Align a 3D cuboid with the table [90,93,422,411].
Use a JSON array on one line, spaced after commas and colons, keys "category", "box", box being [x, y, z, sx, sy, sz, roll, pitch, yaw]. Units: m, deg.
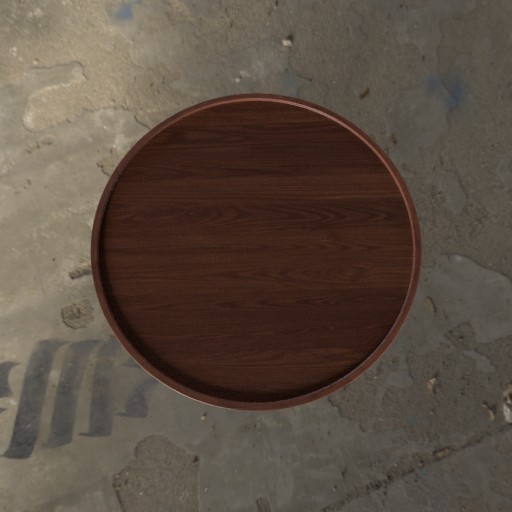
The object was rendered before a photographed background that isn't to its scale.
[{"category": "table", "box": [0.000, 0.000, 1.249, 0.800, 0.360, 0.800, 0, 75, 0]}]
